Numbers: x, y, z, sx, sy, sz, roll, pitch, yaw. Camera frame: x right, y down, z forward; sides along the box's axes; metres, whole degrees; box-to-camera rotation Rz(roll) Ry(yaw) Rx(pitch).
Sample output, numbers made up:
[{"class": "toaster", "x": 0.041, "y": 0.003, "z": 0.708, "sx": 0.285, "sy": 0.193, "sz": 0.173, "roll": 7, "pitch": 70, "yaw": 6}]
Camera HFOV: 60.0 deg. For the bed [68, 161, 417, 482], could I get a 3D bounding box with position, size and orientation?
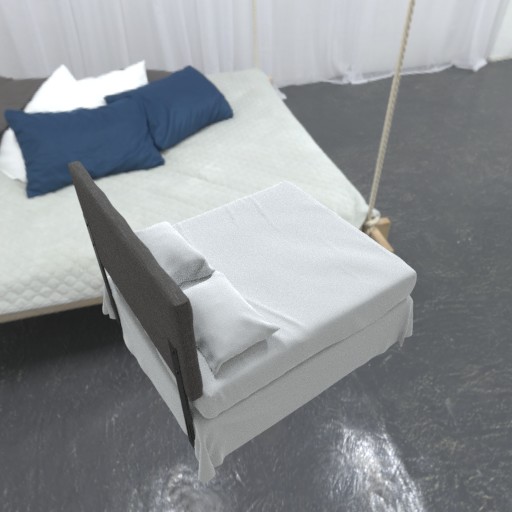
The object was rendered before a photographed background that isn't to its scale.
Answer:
[{"class": "bed", "x": 0.000, "y": 0.000, "z": 3.503, "sx": 2.222, "sy": 1.577, "sz": 1.936, "roll": -25, "pitch": 47, "yaw": -25}]
